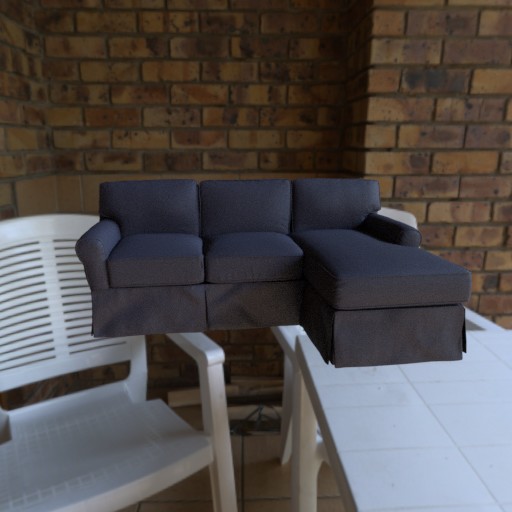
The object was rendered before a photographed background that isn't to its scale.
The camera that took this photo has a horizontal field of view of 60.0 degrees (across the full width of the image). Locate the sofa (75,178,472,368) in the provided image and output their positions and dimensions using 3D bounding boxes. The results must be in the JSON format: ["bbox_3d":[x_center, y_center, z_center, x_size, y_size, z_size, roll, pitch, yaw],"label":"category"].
[{"bbox_3d":[0.000,0.000,3.258,2.518,1.039,1.637,-2,14,-8],"label":"sofa"}]
